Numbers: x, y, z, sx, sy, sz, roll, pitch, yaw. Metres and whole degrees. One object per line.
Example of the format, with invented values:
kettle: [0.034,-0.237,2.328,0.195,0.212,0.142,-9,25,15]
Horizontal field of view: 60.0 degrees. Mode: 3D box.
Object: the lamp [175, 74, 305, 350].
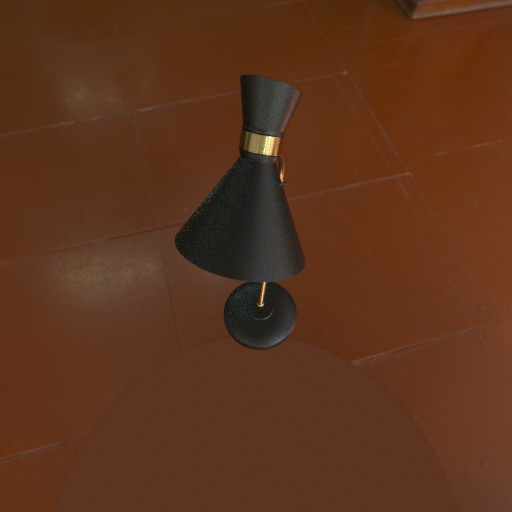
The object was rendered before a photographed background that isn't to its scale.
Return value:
lamp: [0.000,0.000,0.777,0.189,0.647,0.292,16,59,10]
